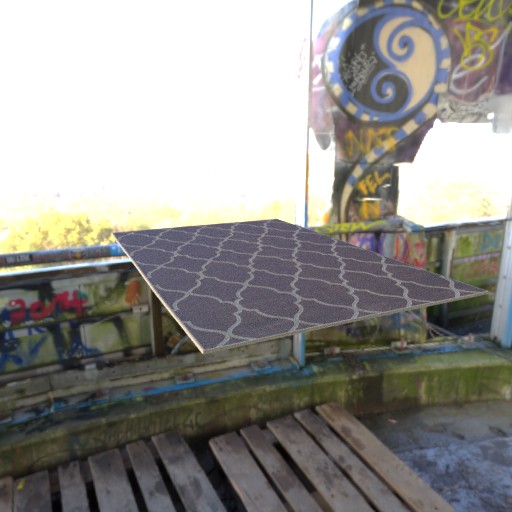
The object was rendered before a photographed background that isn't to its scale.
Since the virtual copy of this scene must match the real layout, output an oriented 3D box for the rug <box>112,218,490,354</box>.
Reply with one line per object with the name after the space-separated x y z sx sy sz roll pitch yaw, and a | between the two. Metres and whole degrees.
0.000 0.000 2.909 1.528 0.014 2.294 -7 17 -24 | rug
